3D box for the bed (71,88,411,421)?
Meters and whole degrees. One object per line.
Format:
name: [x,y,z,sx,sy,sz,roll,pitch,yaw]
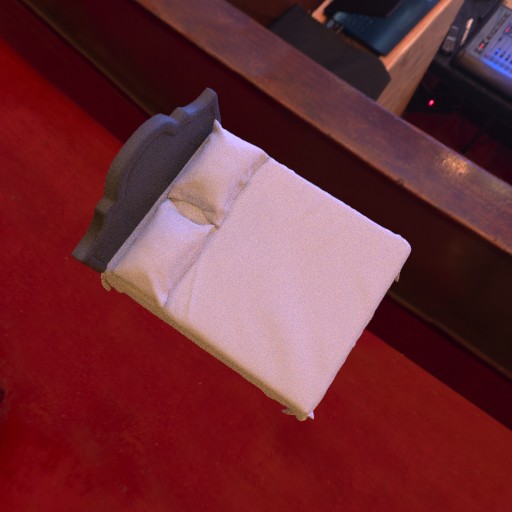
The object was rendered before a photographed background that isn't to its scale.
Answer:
bed: [0.000,0.000,3.435,2.222,1.634,1.780,33,78,8]
